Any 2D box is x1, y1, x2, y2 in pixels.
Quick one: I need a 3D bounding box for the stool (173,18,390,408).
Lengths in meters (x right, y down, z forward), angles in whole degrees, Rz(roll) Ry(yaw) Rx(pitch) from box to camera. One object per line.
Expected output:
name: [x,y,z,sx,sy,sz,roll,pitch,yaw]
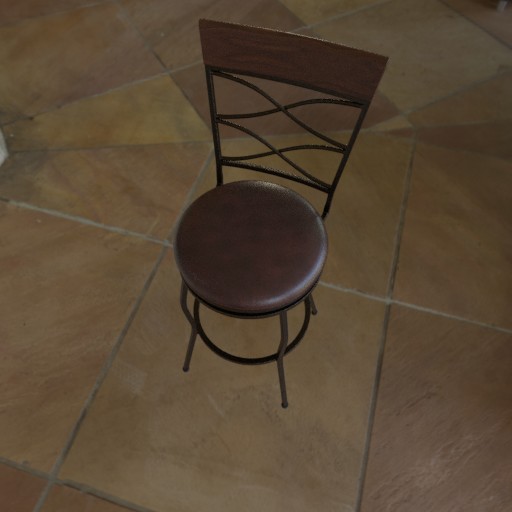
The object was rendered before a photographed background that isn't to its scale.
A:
stool: [0.000,0.000,1.348,0.448,1.130,0.513,17,58,11]
